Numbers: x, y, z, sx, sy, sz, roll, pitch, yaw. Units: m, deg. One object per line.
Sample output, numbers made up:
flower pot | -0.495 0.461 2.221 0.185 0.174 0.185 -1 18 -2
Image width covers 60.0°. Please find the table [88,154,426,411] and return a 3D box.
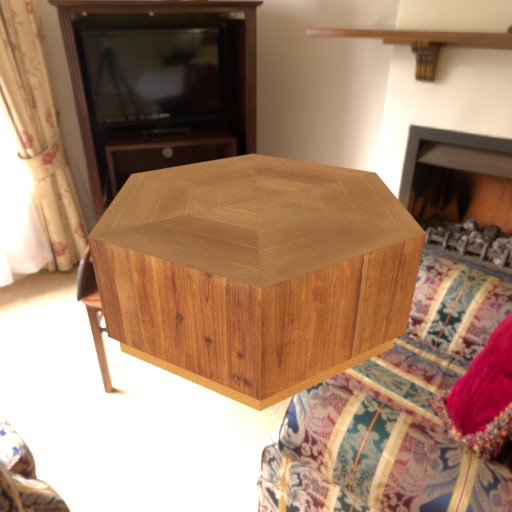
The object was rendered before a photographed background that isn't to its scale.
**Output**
table | 0.000 0.000 1.669 1.000 0.456 1.154 -1 29 -1
